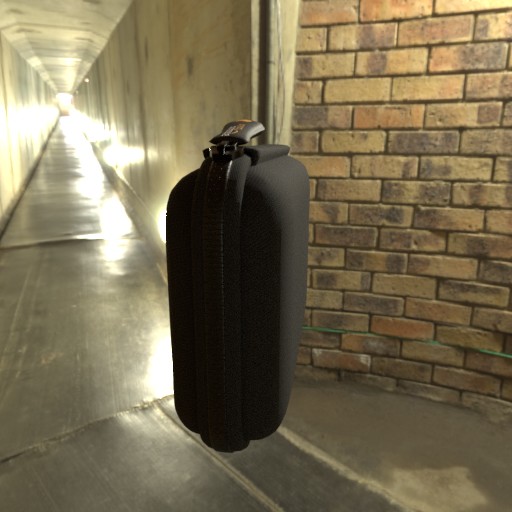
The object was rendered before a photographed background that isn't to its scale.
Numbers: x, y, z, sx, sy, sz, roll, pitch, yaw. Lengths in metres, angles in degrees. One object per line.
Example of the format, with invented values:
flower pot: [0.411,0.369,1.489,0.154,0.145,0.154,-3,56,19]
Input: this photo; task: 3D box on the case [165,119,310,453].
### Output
case: [0.000,0.000,0.181,0.038,0.105,0.132,2,15,9]
